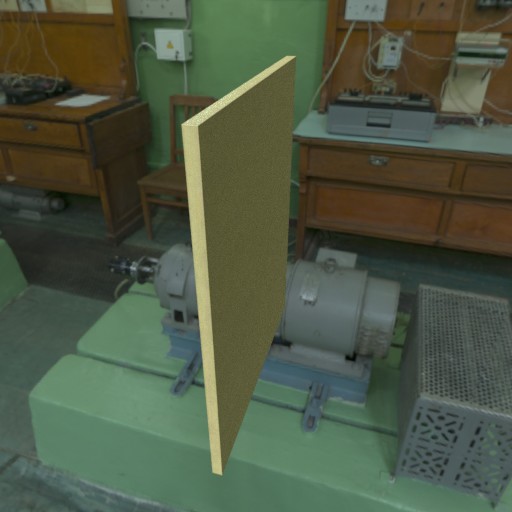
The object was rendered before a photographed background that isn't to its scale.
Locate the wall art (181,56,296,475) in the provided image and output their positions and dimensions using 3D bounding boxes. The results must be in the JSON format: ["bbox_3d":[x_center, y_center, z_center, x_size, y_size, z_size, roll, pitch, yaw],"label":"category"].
[{"bbox_3d":[0.000,0.000,1.334,0.030,1.002,0.798,9,33,14],"label":"wall art"}]
